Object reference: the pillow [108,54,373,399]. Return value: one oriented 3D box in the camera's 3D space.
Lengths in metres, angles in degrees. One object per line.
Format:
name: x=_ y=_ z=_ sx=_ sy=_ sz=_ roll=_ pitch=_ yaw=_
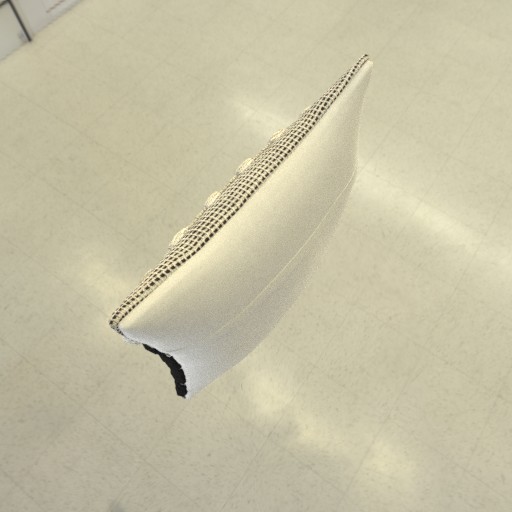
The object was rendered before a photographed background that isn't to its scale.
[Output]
pillow: x=0.000 y=0.000 z=0.659 sx=0.156 sy=0.438 sz=0.436 roll=35 pitch=69 yaw=16
